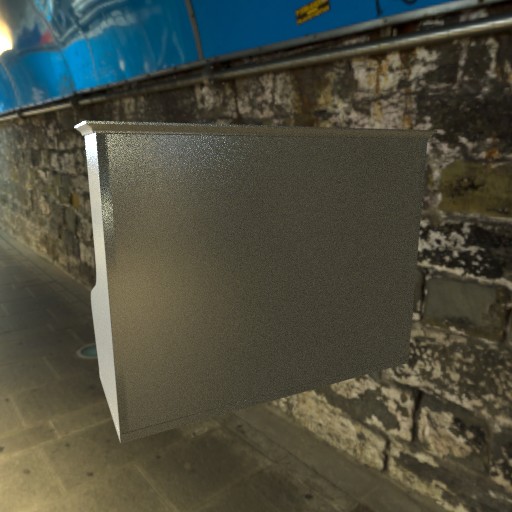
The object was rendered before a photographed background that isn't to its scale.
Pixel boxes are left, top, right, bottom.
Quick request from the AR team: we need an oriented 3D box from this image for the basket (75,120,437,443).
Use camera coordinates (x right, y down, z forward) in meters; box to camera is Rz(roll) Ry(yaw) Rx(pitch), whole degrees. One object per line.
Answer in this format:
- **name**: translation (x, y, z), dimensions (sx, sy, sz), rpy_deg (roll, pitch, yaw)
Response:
- **basket**: translation (0.000, 0.000, 1.096), dimensions (0.780, 0.600, 0.350), rpy_deg (-7, 15, -26)
